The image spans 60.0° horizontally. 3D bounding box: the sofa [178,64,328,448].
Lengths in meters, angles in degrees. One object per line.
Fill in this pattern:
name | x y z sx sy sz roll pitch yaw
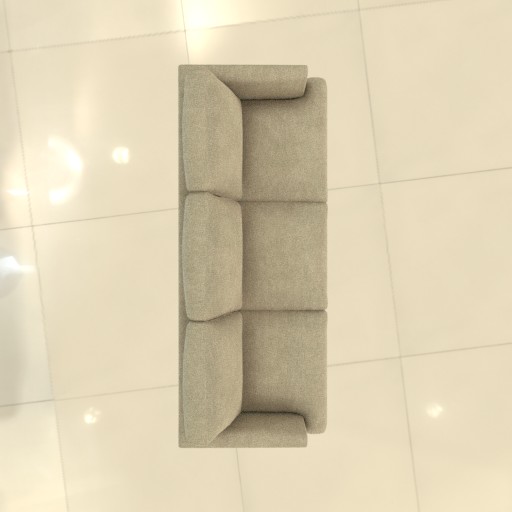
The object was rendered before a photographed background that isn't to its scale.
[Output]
sofa | 0.000 0.000 2.759 0.903 0.930 2.246 0 90 0
